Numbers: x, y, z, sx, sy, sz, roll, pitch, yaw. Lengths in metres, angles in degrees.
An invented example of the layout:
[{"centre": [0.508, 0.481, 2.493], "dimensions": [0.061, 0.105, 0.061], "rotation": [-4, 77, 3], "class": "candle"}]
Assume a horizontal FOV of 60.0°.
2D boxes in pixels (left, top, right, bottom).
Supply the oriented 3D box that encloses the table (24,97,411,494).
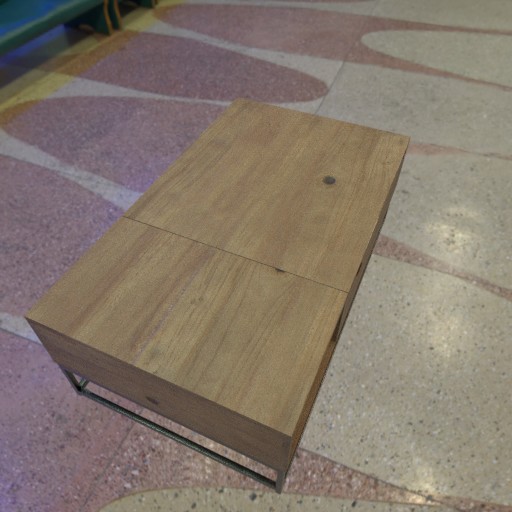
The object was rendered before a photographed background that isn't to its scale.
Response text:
[{"centre": [0.000, 0.000, 1.393], "dimensions": [0.655, 0.395, 1.101], "rotation": [19, 50, 16], "class": "table"}]
